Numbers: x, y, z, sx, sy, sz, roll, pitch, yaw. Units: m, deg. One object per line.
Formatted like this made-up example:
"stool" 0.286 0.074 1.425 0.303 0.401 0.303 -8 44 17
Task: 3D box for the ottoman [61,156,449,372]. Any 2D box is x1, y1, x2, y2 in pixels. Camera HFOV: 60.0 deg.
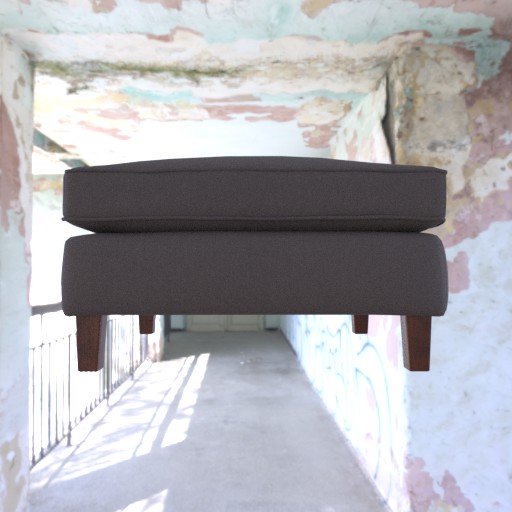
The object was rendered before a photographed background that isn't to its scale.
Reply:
"ottoman" 0.000 0.000 0.984 0.686 0.406 0.508 0 -1 0
